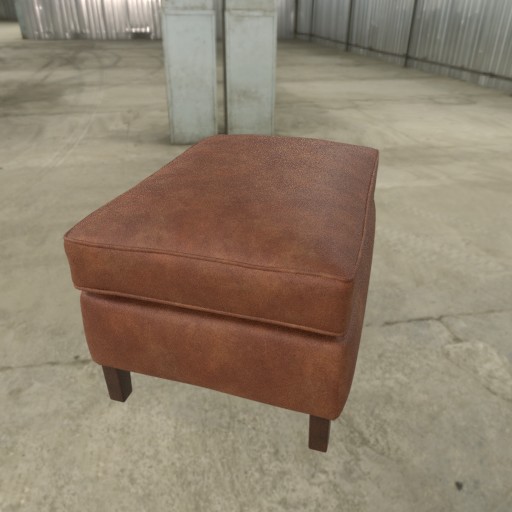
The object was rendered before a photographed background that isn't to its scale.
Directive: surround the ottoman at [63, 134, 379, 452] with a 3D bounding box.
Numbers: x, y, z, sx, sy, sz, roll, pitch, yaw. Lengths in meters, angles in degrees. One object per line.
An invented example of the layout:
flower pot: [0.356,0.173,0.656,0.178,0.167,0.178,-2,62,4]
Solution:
ottoman: [0.000,0.000,0.990,0.501,0.418,0.665,8,31,14]
